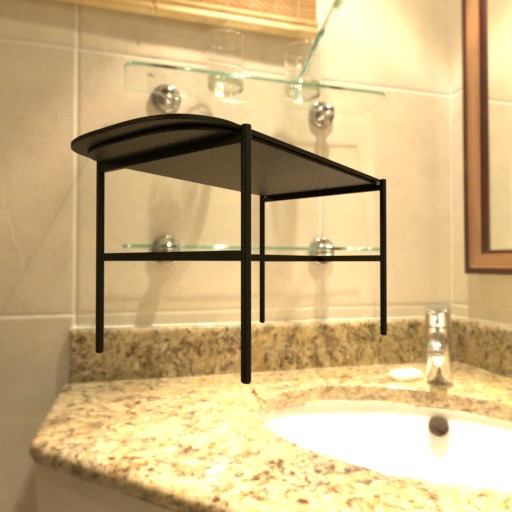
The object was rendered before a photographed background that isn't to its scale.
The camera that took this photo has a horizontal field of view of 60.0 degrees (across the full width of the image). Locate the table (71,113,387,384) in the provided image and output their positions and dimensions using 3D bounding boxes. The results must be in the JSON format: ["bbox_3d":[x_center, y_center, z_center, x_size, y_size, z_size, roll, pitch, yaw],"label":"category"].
[{"bbox_3d":[0.000,0.000,1.020,0.400,0.400,0.800,-1,-1,37],"label":"table"}]
